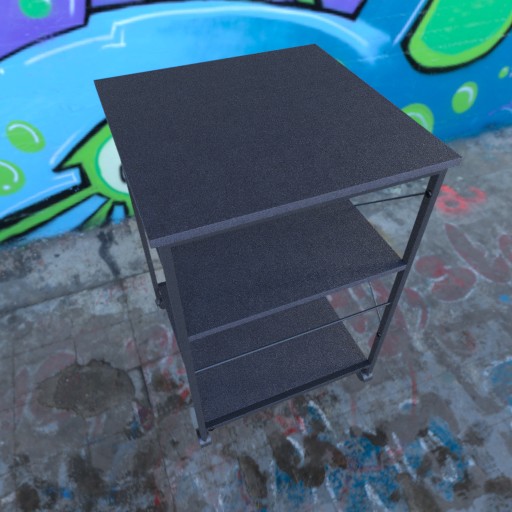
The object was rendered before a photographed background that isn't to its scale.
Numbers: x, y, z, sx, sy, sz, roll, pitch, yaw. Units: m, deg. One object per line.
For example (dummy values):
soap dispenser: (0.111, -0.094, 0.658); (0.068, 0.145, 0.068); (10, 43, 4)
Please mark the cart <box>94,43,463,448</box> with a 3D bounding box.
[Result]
cart: (0.000, 0.000, 1.099); (0.520, 0.762, 0.521); (-16, 48, -15)
